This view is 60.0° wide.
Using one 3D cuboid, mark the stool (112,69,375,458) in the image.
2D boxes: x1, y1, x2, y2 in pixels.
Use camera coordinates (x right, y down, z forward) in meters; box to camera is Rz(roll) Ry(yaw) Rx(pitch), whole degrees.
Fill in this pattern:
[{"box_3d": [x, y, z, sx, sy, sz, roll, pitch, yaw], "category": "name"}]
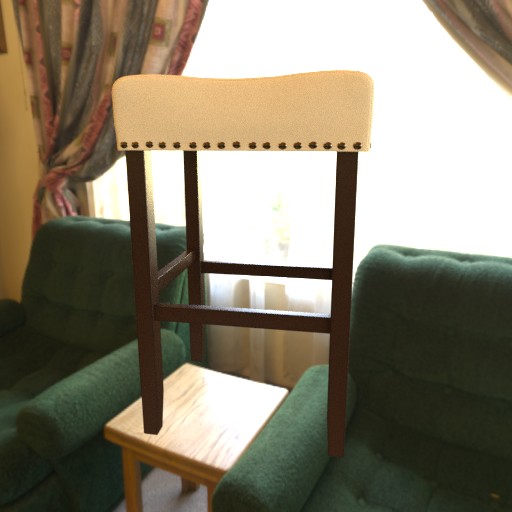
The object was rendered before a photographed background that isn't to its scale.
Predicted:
[{"box_3d": [0.000, 0.000, 1.042, 0.471, 0.762, 0.401, 3, 15, 10], "category": "stool"}]
